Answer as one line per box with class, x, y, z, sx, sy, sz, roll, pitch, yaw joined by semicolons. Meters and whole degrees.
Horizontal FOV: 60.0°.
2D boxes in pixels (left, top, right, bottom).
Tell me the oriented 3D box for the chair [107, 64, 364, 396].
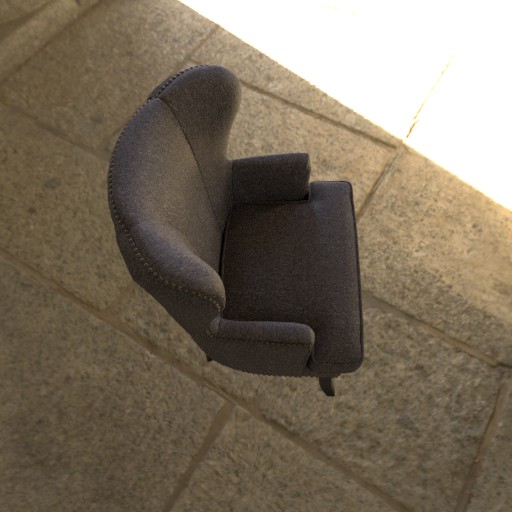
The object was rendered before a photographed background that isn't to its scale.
chair;0.000;0.000;1.588;0.758;1.060;0.759;2;62;1
